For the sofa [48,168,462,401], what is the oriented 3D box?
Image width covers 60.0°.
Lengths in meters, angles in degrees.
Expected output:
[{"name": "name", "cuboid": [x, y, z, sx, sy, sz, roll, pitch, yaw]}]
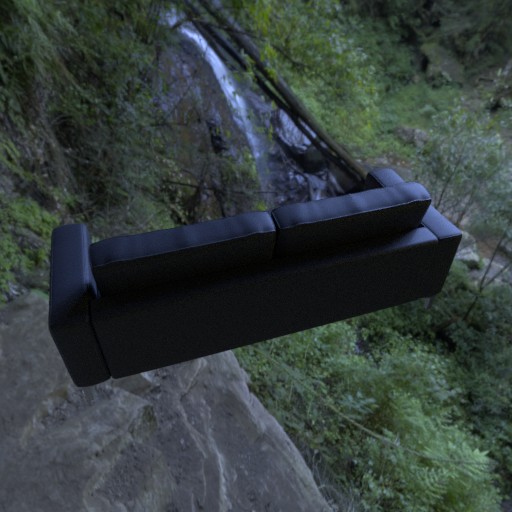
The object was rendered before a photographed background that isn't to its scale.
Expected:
[{"name": "sofa", "cuboid": [0.000, 0.000, 2.679, 2.275, 0.893, 0.833, -12, 42, -14]}]
